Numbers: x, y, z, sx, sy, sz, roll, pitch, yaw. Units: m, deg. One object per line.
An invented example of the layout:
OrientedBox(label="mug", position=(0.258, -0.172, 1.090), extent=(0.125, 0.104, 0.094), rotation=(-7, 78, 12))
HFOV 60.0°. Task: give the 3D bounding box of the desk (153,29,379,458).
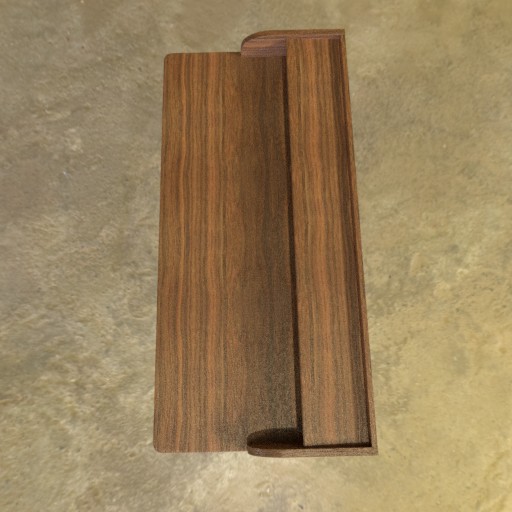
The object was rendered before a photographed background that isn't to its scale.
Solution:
OrientedBox(label="desk", position=(0.000, 0.000, 1.615), extent=(0.565, 0.854, 1.200), rotation=(-1, 77, 0))
